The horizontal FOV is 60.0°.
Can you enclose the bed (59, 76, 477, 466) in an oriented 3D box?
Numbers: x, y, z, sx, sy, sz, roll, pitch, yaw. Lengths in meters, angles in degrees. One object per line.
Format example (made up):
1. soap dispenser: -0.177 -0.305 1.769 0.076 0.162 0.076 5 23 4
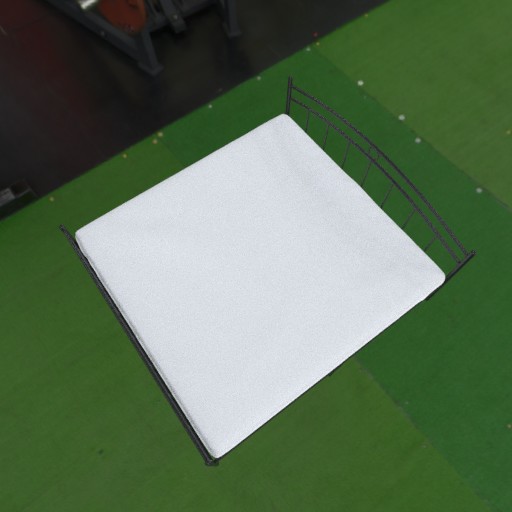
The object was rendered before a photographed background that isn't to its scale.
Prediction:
1. bed: 0.000 0.000 3.159 2.040 0.940 1.880 -33 69 -15
